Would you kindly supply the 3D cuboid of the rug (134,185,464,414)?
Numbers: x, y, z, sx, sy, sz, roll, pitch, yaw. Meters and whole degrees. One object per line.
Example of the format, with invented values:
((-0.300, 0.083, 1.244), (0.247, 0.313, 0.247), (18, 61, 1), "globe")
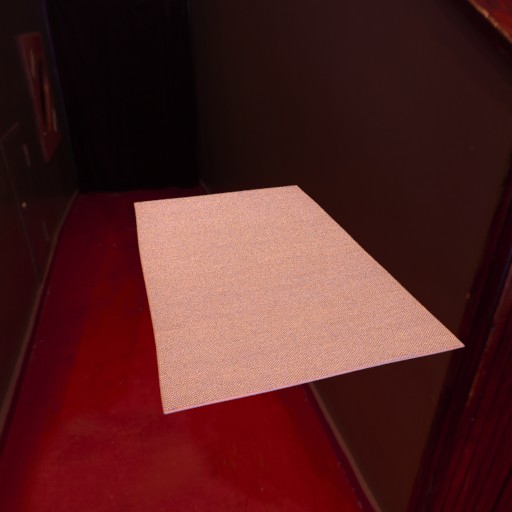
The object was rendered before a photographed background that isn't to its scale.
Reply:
((0.000, 0.000, 2.150), (1.078, 0.013, 1.678), (-8, 31, -14), "rug")
